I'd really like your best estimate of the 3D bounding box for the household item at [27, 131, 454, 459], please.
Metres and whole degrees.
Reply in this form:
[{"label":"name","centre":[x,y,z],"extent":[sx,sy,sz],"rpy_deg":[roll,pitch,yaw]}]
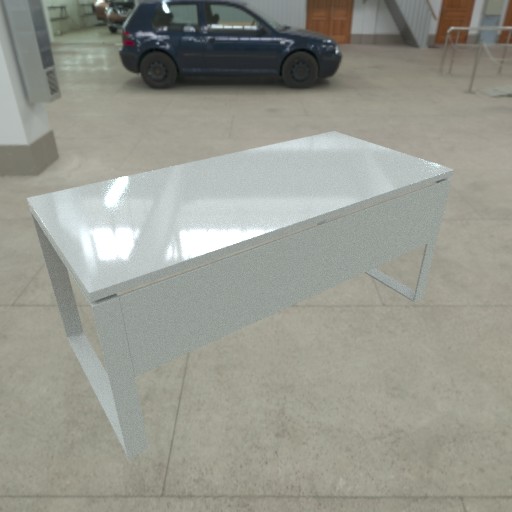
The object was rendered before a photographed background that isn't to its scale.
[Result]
[{"label":"household item","centre":[0.000,0.000,2.120],"extent":[1.700,0.745,0.800],"rpy_deg":[-20,36,-30]}]
